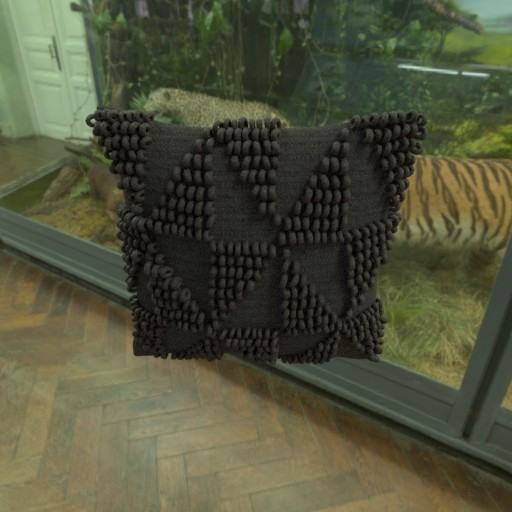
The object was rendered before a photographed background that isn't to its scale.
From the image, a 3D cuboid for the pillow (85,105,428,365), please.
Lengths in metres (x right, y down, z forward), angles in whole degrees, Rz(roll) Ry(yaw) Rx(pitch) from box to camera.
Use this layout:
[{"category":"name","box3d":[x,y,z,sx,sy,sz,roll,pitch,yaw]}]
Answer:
[{"category":"pillow","box3d":[0.000,0.000,0.719,0.470,0.467,0.172,1,31,1]}]
